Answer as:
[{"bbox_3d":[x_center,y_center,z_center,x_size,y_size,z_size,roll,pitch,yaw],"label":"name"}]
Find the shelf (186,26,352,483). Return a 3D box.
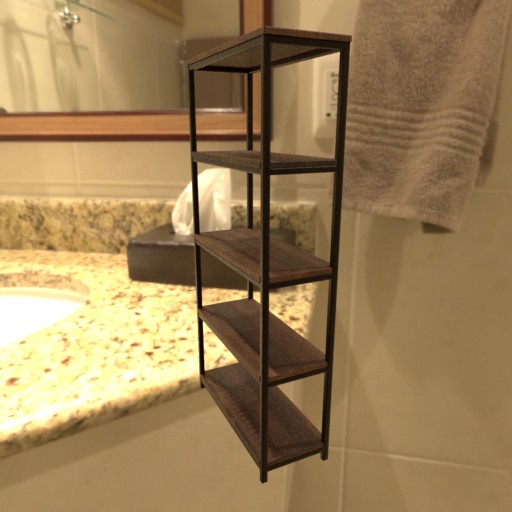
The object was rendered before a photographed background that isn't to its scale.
[{"bbox_3d":[0.000,0.000,2.181,0.359,1.860,0.874,-8,18,-25],"label":"shelf"}]
